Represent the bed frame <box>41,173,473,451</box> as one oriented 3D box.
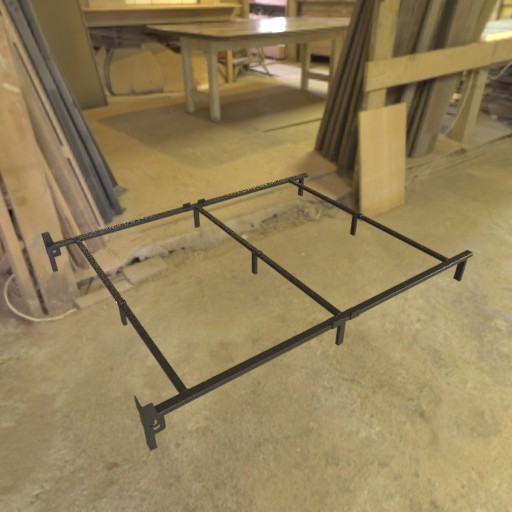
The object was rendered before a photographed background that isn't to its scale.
[{"bbox_3d":[0.000,0.000,2.589,1.990,0.248,1.498,-20,37,-29],"label":"bed frame"}]
